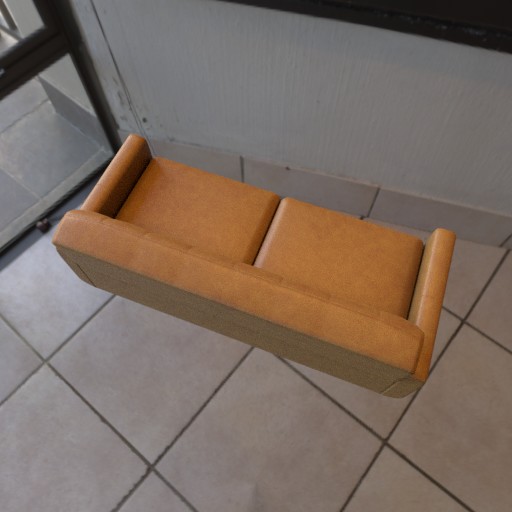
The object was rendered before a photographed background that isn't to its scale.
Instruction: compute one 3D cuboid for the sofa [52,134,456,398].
[{"bbox_3d":[0.000,0.000,2.672,2.137,0.892,0.980,19,64,9],"label":"sofa"}]
